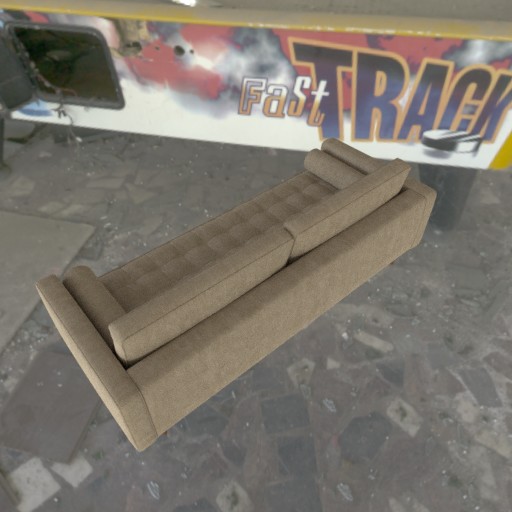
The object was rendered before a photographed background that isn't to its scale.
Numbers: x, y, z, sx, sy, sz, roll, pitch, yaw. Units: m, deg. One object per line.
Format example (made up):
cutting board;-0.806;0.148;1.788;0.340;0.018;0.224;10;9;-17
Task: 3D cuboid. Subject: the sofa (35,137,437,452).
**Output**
sofa;0.000;0.000;2.604;2.200;0.770;0.919;-31;53;-27
